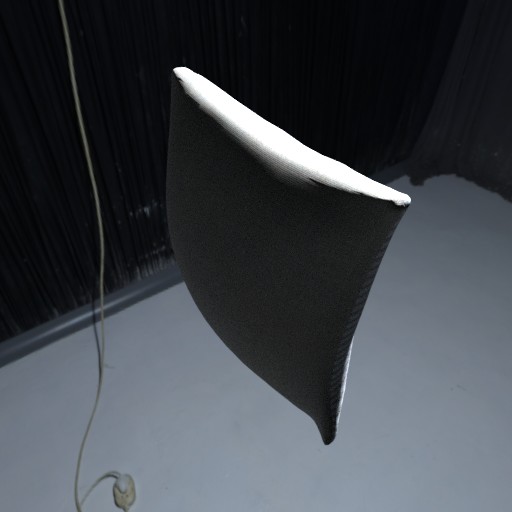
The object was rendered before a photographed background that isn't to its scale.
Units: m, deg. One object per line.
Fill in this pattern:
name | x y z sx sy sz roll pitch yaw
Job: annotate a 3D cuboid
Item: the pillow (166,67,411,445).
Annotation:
pillow | 0.000 0.000 0.757 0.219 0.491 0.496 -25 47 -26
